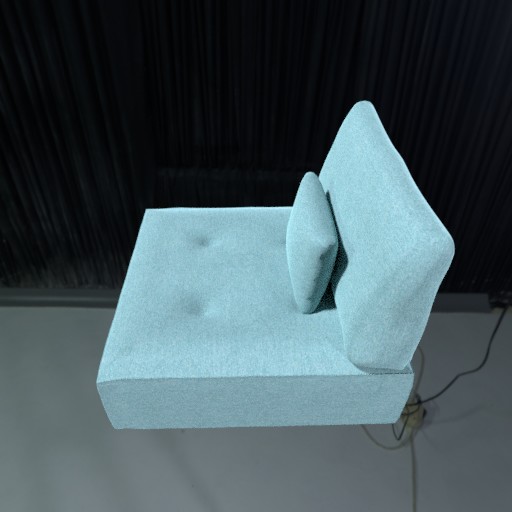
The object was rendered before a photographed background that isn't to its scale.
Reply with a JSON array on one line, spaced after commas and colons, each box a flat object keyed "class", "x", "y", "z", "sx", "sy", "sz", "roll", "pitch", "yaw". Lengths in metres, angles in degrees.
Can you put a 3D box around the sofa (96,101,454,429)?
[{"class": "sofa", "x": 0.000, "y": 0.000, "z": 1.638, "sx": 1.000, "sy": 0.820, "sz": 0.930, "roll": -1, "pitch": 40, "yaw": -1}]
